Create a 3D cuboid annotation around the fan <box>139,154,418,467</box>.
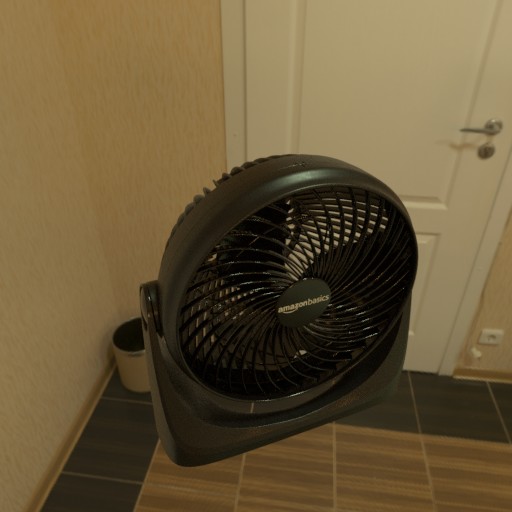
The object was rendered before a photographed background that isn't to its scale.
[{"bbox_3d":[0.000,0.000,0.476,0.273,0.277,0.256,-12,35,-18],"label":"fan"}]
